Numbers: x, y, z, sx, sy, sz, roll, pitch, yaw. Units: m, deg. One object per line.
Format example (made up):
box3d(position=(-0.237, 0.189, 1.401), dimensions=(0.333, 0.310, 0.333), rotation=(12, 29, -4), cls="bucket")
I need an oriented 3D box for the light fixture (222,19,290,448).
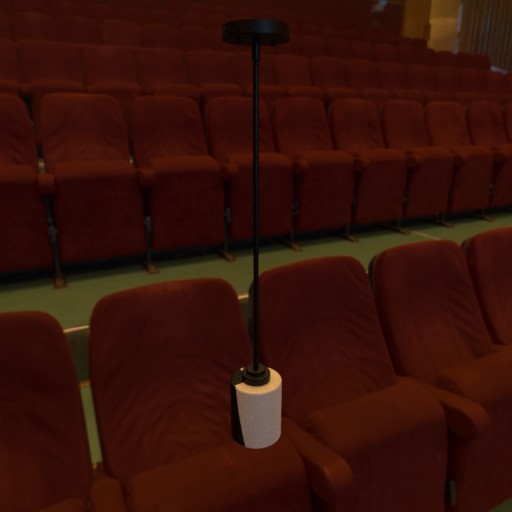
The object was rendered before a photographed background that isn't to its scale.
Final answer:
box3d(position=(0.000, 0.000, 0.923), dimensions=(0.123, 0.863, 0.123), rotation=(-8, 18, -26), cls="light fixture")
